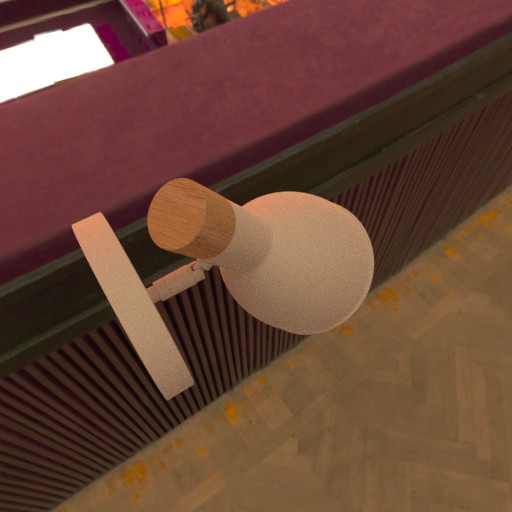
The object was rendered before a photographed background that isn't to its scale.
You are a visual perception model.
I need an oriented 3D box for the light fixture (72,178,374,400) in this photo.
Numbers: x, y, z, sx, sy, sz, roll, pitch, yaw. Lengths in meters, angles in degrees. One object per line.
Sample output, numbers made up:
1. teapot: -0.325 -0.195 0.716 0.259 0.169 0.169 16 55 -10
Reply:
1. light fixture: 0.000 0.000 0.333 0.209 0.199 0.127 -28 62 -17
